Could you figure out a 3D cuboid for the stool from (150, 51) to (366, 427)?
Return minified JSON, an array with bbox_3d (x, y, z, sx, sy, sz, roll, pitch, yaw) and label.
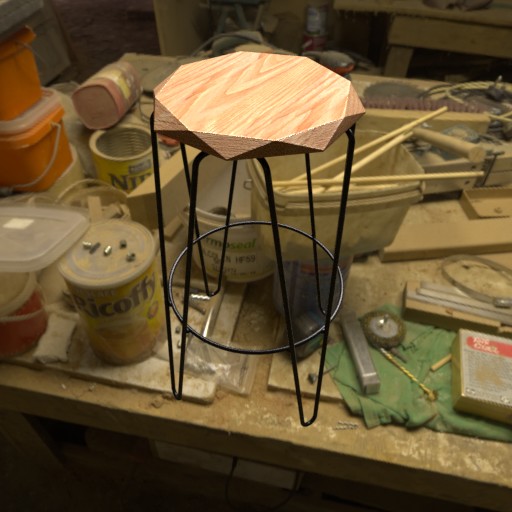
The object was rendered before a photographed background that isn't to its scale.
[{"bbox_3d":[0.000,0.000,0.783,0.326,0.610,0.326,9,46,9],"label":"stool"}]
